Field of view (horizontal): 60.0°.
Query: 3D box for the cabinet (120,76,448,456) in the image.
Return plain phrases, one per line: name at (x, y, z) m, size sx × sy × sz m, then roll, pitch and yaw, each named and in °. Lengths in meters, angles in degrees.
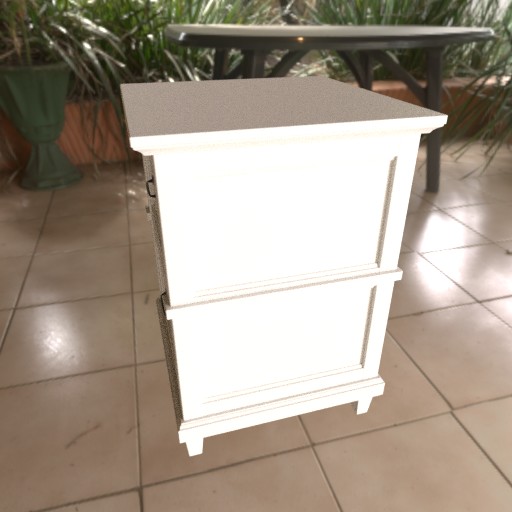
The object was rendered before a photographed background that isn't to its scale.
cabinet at (0.000, 0.000, 1.131) m, size 0.547 × 0.775 × 0.544 m, roll -8°, pitch 30°, yaw -14°
